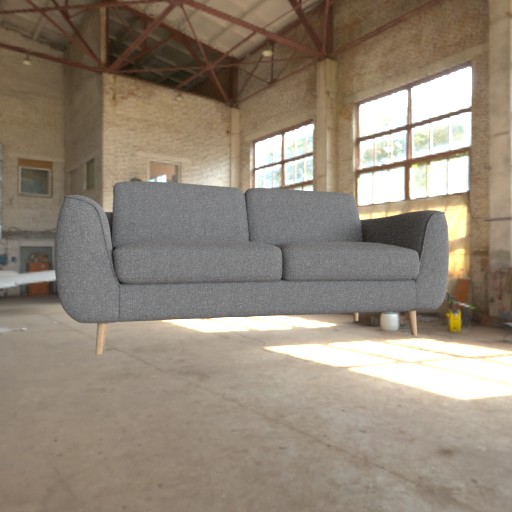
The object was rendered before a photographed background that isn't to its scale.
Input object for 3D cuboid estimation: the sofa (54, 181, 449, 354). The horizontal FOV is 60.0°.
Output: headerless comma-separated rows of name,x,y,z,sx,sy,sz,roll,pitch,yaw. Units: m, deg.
sofa,0.000,0.000,2.493,2.000,0.870,0.920,0,-1,-17
